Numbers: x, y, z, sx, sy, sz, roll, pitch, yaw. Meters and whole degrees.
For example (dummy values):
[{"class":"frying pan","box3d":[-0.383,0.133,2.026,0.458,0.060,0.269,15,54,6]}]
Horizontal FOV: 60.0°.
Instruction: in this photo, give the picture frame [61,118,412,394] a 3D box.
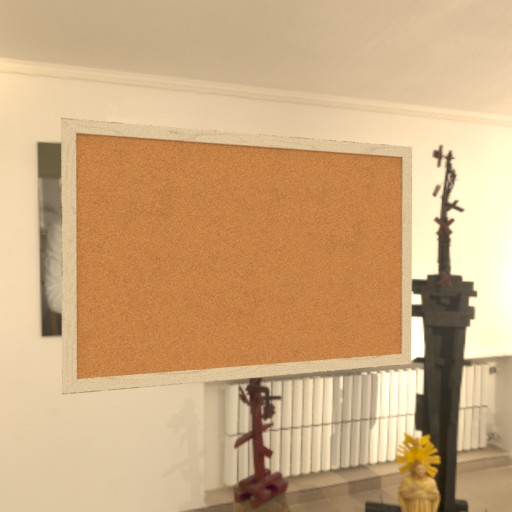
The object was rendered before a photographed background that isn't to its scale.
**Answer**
[{"class":"picture frame","box3d":[0.000,0.000,1.180,0.950,0.640,0.029,0,0,-17]}]
